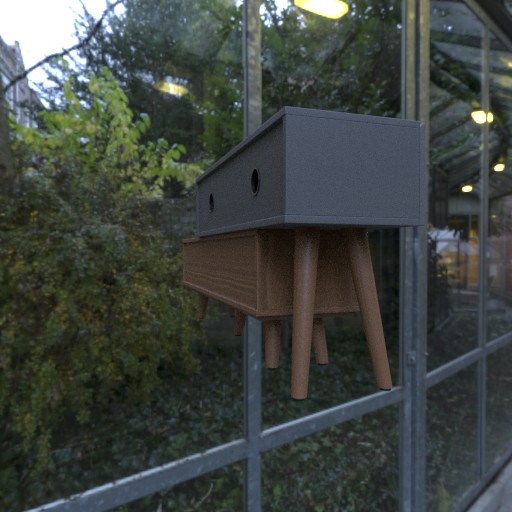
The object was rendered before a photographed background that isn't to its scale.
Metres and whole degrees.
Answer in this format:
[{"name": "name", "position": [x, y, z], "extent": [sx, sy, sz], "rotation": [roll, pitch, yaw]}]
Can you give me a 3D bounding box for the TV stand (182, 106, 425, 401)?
[{"name": "TV stand", "position": [0.000, 0.000, 1.540], "extent": [0.329, 0.591, 1.336], "rotation": [0, 1, -18]}]
